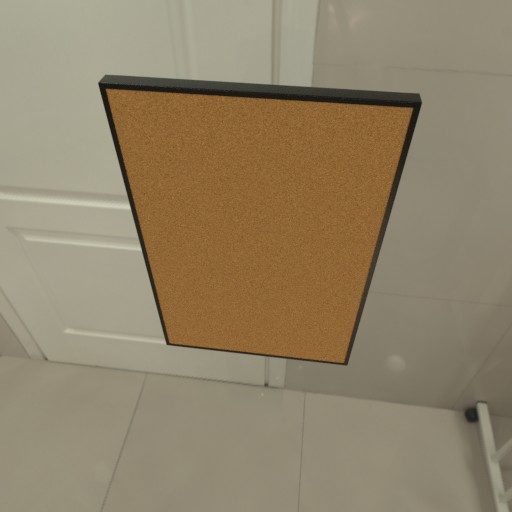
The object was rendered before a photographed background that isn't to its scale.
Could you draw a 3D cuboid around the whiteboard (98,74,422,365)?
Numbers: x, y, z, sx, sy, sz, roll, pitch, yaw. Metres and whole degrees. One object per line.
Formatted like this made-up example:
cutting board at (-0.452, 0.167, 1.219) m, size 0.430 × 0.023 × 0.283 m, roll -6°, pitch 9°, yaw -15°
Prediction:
whiteboard at (0.000, 0.000, 0.778) m, size 0.406 × 0.611 × 0.026 m, roll 5°, pitch 46°, yaw 5°
